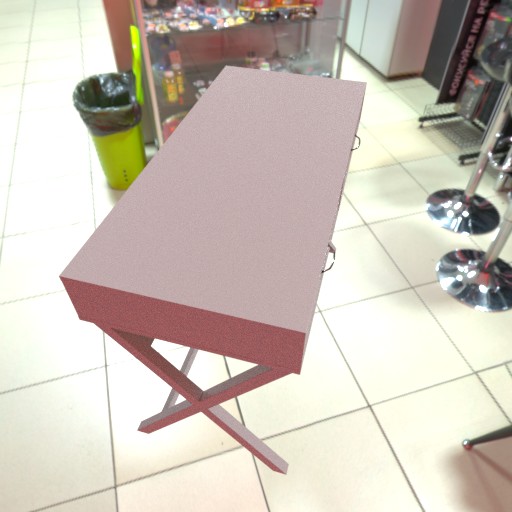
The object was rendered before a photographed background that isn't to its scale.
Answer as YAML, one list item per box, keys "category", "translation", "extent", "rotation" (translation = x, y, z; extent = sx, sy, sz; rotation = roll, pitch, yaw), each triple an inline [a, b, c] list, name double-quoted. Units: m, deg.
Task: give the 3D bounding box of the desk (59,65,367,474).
- category: "desk"
  translation: [0.000, 0.000, 1.474]
  extent: [0.525, 0.780, 1.057]
  rotation: [11, 47, 11]
